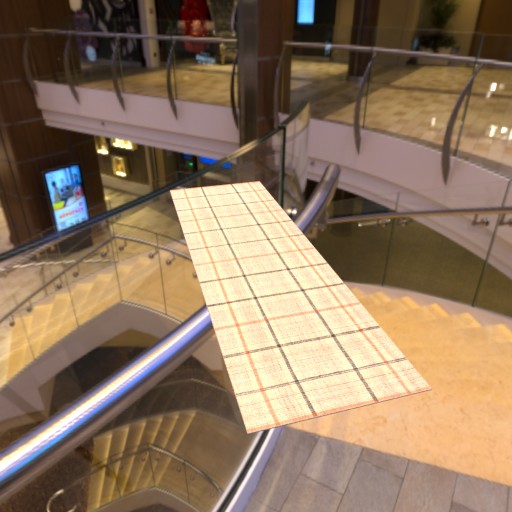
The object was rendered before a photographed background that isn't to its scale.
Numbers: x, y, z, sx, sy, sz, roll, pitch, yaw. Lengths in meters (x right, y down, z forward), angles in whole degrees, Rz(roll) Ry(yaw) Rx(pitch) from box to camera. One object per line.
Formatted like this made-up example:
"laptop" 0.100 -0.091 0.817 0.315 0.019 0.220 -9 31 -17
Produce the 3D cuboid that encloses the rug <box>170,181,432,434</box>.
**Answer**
"rug" 0.000 0.000 2.693 0.762 0.008 2.439 -8 31 -14
